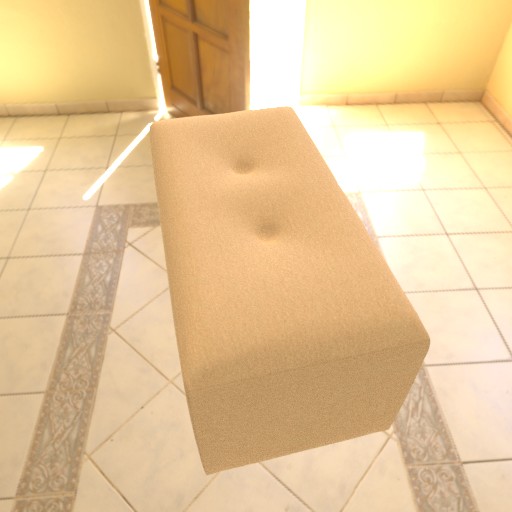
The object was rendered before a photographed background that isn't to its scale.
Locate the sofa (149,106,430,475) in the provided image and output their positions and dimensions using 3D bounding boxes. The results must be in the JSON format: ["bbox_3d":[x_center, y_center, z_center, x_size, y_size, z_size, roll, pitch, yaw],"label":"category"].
[{"bbox_3d":[0.000,0.000,1.217,0.480,0.470,0.930,-10,47,-9],"label":"sofa"}]
